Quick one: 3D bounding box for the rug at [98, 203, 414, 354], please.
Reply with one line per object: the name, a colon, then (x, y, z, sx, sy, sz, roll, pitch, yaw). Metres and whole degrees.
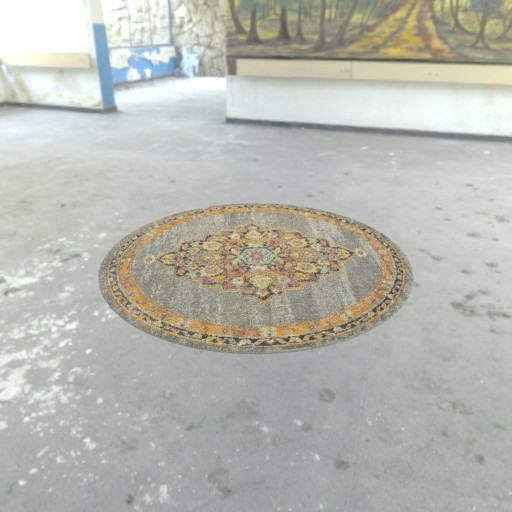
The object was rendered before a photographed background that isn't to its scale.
rug: (0.000, 0.000, 3.510, 2.382, 0.014, 2.382, 0, 27, 0)
